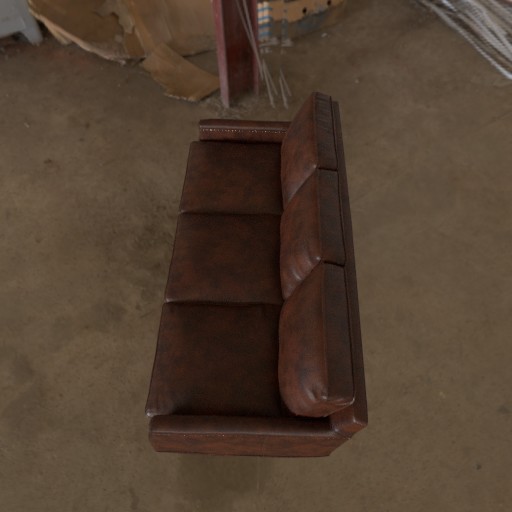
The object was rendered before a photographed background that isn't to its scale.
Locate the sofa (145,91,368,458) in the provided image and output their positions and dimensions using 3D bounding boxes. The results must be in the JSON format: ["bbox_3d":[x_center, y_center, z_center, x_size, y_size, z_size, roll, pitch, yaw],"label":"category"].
[{"bbox_3d":[0.000,0.000,2.802,1.084,1.003,2.240,2,57,1],"label":"sofa"}]
